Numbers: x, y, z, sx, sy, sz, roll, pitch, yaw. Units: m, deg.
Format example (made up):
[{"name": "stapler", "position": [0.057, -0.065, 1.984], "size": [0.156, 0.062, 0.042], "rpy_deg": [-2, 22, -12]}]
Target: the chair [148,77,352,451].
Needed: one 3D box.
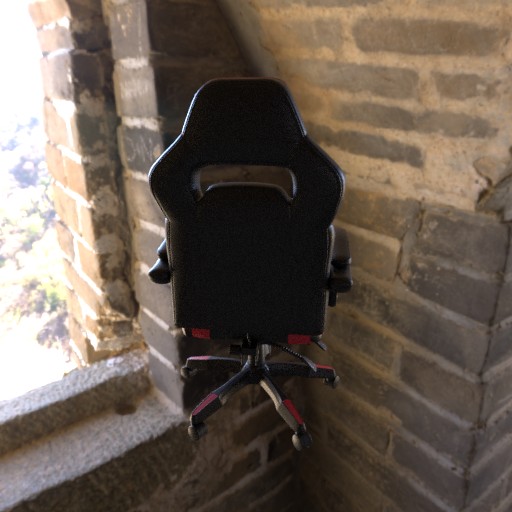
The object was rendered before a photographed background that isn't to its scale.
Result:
[{"name": "chair", "position": [0.000, 0.000, 1.679], "size": [0.700, 1.220, 0.700], "rpy_deg": [2, 18, 7]}]
